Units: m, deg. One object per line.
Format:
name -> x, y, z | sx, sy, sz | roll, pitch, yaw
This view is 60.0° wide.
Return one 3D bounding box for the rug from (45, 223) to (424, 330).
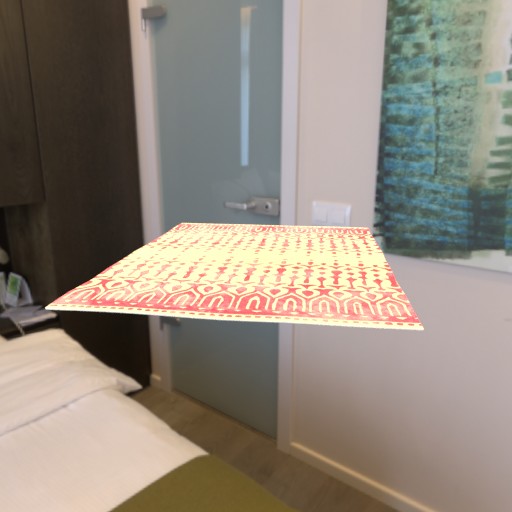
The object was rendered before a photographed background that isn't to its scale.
rug -> 0.000, 0.000, 4.254 | 2.441, 0.016, 3.095 | 2, 15, 8
